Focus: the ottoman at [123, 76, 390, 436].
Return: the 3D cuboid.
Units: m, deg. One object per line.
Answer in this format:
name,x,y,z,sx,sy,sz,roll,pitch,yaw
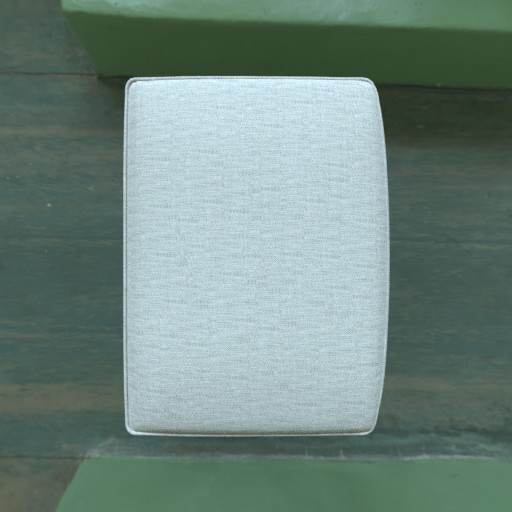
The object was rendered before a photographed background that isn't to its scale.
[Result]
ottoman,0.000,0.000,1.132,0.594,0.465,0.794,0,90,-1
